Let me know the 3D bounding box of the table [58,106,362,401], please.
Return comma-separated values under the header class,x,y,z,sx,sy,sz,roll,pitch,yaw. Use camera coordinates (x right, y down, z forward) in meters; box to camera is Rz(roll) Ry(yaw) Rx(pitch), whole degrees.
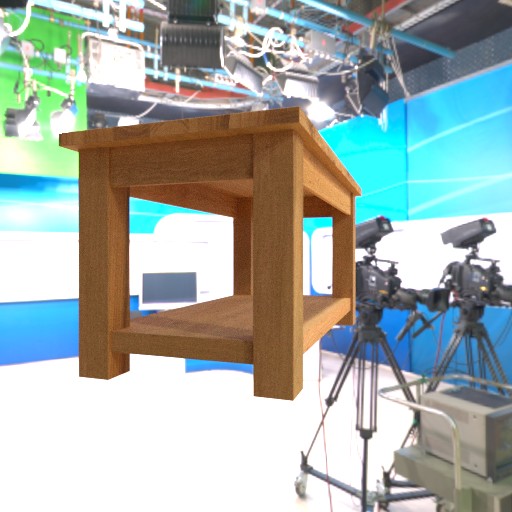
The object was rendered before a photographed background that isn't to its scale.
class,x,y,z,sx,sy,sz,roll,pitch,yaw
table,0.000,0.000,1.159,0.450,0.452,0.899,0,0,19
